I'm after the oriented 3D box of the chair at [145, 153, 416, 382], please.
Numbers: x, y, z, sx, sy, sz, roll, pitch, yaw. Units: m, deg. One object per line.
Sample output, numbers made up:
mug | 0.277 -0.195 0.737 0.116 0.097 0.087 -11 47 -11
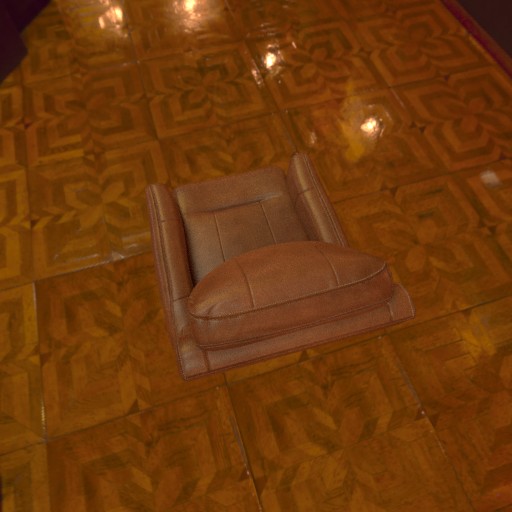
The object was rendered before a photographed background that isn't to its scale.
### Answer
chair | 0.000 0.000 1.802 0.821 1.016 1.072 -13 61 -8
